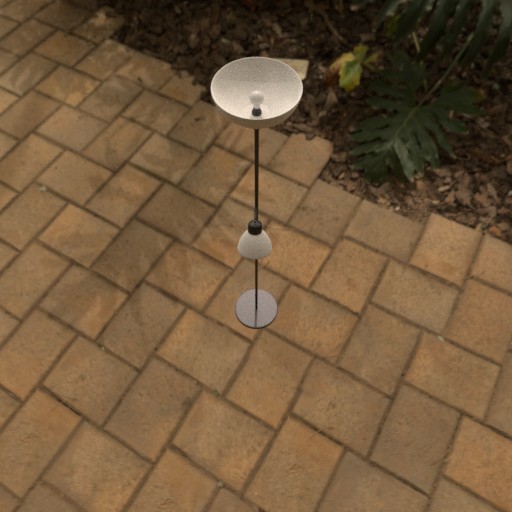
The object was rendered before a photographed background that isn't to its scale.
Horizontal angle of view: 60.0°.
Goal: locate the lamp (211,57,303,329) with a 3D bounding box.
[{"bbox_3d":[0.000,0.000,2.067,0.279,1.804,0.442,1,62,1],"label":"lamp"}]
